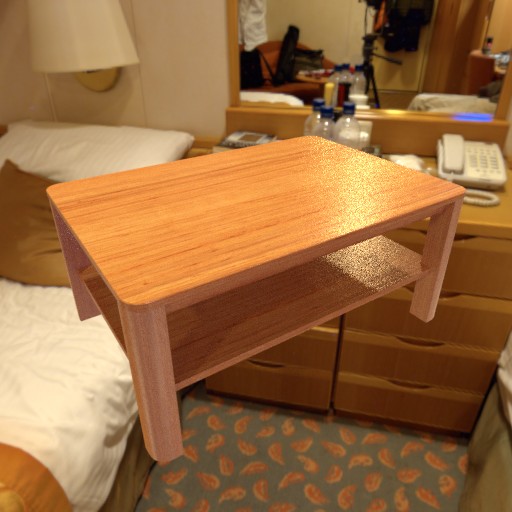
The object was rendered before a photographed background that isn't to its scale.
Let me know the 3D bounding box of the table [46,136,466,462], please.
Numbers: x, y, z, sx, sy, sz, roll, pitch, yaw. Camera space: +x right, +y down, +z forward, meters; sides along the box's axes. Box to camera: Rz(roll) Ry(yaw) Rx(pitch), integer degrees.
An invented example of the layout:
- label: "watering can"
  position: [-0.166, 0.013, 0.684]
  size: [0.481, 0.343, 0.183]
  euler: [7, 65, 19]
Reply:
- label: "table"
  position: [0.000, 0.000, 1.366]
  size: [0.997, 0.445, 0.696]
  euler: [-19, 35, -29]
